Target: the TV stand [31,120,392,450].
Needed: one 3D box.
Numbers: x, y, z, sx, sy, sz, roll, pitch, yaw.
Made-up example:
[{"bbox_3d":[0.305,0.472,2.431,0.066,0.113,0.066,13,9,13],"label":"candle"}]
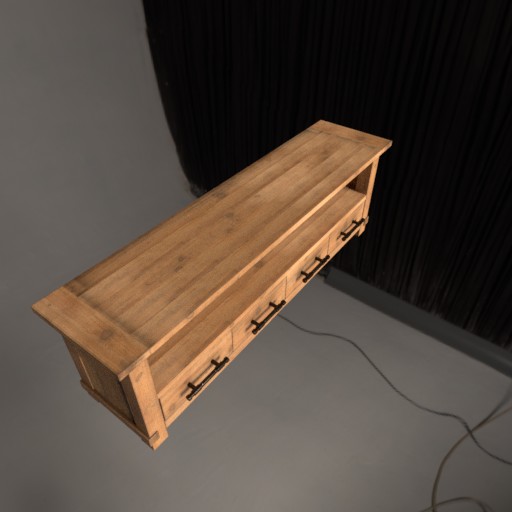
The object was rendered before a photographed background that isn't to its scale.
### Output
[{"bbox_3d":[0.000,0.000,2.051,0.453,0.573,1.804,26,47,27],"label":"TV stand"}]
